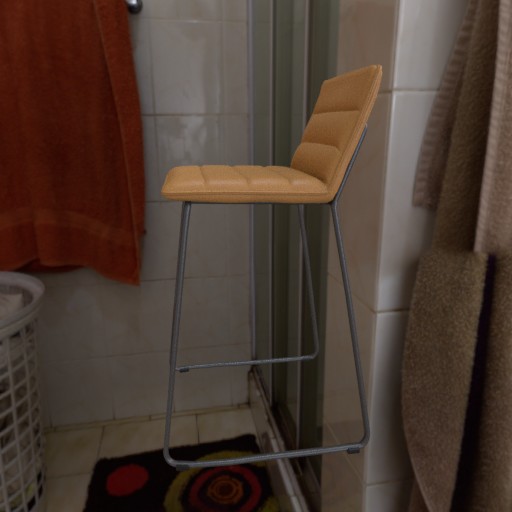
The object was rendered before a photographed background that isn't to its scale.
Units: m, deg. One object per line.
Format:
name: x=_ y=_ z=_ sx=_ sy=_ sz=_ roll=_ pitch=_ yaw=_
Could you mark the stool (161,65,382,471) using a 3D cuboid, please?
stool: x=0.000 y=0.000 z=1.205 sx=0.524 sy=0.936 sz=0.489 roll=-2 pitch=16 yaw=-8
